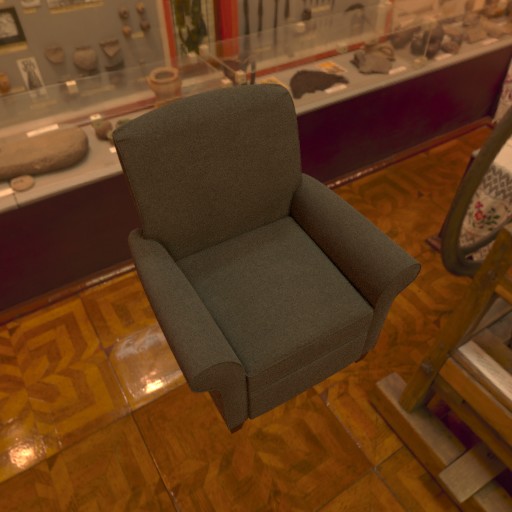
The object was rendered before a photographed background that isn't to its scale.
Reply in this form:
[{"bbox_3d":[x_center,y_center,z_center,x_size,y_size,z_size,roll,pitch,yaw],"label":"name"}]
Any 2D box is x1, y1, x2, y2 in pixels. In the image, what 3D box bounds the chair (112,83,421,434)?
[{"bbox_3d":[0.000,0.000,1.845,0.978,1.061,0.905,-23,51,-20],"label":"chair"}]
